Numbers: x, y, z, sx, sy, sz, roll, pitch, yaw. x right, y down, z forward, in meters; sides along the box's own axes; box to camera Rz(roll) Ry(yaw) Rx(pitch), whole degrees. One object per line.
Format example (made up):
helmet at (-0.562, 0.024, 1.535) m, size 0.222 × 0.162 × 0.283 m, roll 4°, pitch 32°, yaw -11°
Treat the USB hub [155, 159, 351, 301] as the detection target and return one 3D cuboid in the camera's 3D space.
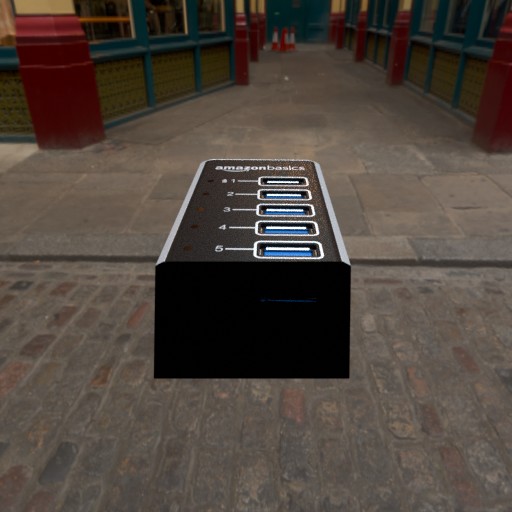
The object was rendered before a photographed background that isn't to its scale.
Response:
USB hub at (0.000, 0.000, 0.126) m, size 0.044 × 0.023 × 0.110 m, roll 1°, pitch 29°, yaw 1°
